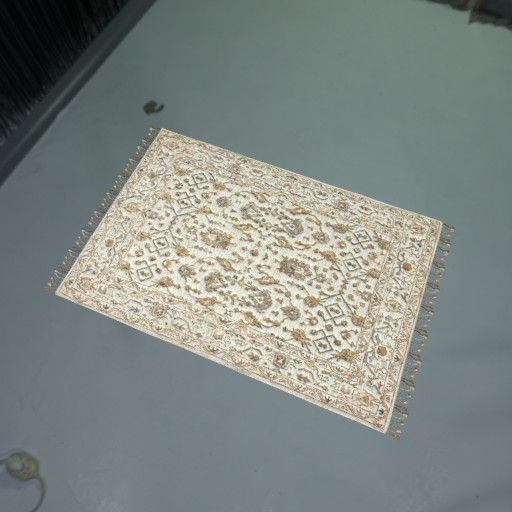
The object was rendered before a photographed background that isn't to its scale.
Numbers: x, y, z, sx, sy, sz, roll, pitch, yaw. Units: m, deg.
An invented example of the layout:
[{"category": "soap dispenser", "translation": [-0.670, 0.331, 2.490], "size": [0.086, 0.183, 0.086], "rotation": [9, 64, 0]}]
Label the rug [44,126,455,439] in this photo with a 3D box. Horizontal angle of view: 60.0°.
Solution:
[{"category": "rug", "translation": [0.000, 0.000, 3.036], "size": [2.434, 0.027, 1.529], "rotation": [20, 66, 10]}]
